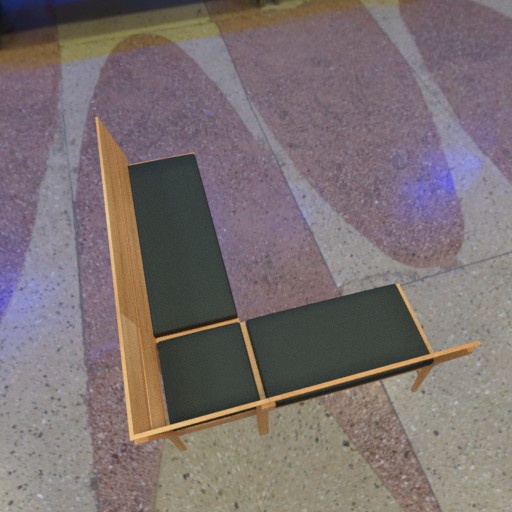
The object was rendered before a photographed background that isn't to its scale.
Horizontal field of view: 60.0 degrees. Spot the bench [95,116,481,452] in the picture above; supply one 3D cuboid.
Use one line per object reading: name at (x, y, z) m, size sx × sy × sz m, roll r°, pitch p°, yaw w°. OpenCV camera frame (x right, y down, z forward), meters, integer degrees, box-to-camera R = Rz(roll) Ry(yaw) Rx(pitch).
bench at (0.000, 0.000, 2.728) m, size 1.548 × 0.890 × 1.948 m, roll -13°, pitch 59°, yaw -8°
